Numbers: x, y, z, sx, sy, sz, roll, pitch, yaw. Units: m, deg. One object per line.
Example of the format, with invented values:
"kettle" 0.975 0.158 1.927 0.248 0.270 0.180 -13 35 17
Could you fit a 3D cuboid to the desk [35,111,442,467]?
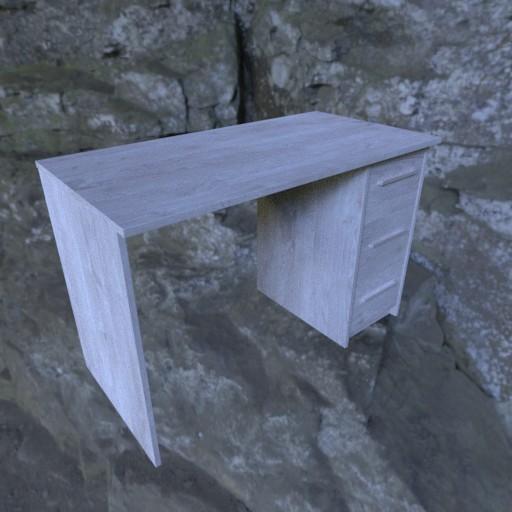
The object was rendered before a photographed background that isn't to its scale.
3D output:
"desk" 0.000 0.000 1.498 1.097 0.735 0.560 -21 35 -34
